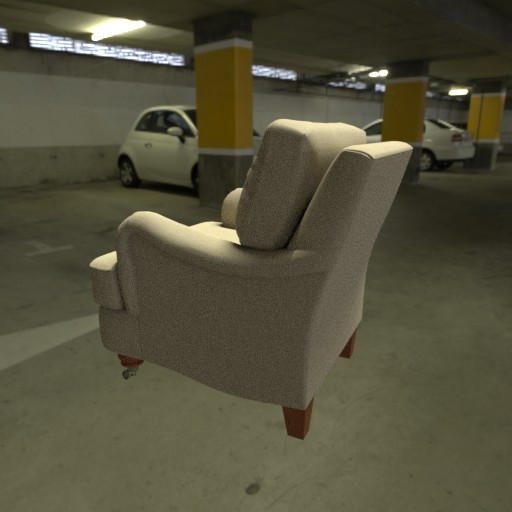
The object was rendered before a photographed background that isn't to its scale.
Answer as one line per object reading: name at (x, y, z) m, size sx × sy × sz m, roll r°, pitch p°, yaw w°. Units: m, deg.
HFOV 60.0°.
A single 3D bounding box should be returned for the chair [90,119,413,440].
chair at (0.000, 0.000, 1.857) m, size 1.078 × 1.076 × 0.895 m, roll 7°, pitch 17°, yaw 25°
